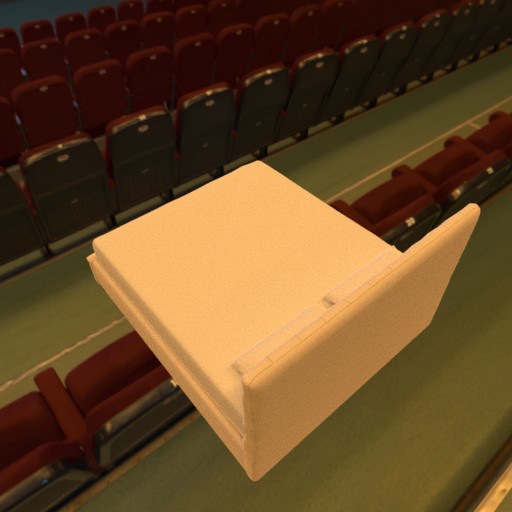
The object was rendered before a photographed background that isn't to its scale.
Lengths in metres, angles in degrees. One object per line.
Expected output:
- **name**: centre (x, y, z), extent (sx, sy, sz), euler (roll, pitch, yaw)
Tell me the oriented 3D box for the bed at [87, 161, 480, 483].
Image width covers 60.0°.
- **bed**: centre (0.000, 0.000, 3.670), extent (2.078, 1.427, 2.387), euler (-31, 54, -27)
